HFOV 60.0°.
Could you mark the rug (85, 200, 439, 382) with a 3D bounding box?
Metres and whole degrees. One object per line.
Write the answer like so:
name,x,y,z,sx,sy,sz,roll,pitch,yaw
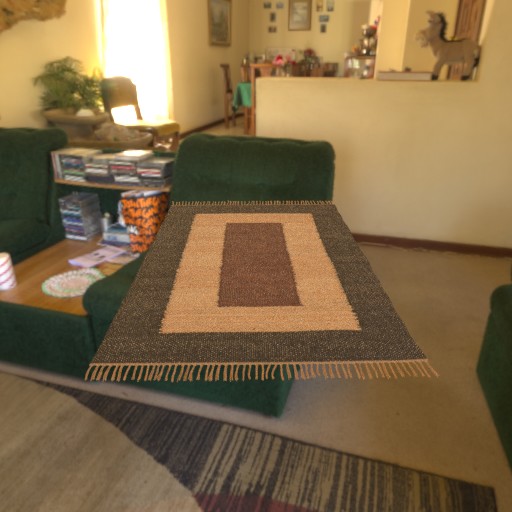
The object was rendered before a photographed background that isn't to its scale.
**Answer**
rug,0.000,0.000,1.831,0.920,0.013,1.541,0,24,-1
